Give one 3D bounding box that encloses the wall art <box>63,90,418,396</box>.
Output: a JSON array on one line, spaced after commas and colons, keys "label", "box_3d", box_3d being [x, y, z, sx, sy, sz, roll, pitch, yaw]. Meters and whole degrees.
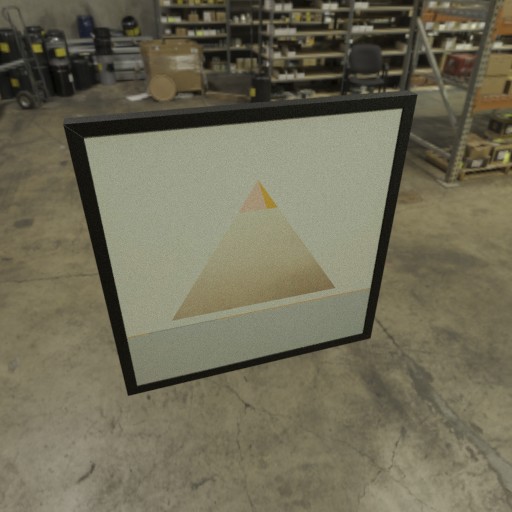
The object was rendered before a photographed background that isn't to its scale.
[{"label": "wall art", "box_3d": [0.000, 0.000, 1.151, 0.769, 0.766, 0.042, -10, 34, -15]}]
